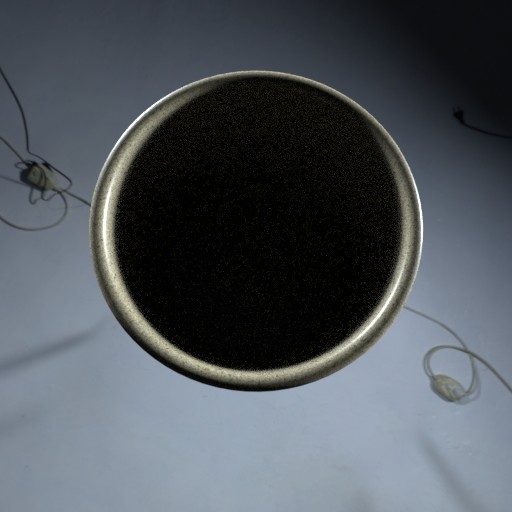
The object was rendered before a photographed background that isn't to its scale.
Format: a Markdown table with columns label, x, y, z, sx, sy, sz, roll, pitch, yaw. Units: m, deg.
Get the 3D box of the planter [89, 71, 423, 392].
| label | x | y | z | sx | sy | sz | roll | pitch | yaw |
| --- | --- | --- | --- | --- | --- | --- | --- | --- | --- |
| planter | 0.000 | 0.000 | 0.349 | 0.191 | 0.200 | 0.191 | 0 | 77 | 0 |
